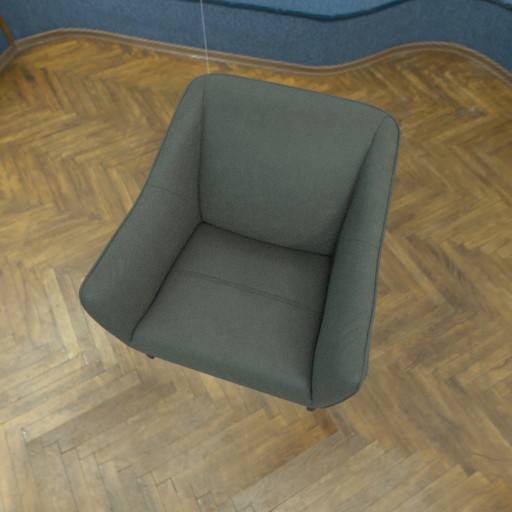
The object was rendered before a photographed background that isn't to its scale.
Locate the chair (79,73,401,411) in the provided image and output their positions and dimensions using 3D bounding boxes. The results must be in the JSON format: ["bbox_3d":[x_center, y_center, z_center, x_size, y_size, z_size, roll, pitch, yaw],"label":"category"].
[{"bbox_3d":[0.000,0.000,1.592,0.871,0.830,0.852,16,60,9],"label":"chair"}]
